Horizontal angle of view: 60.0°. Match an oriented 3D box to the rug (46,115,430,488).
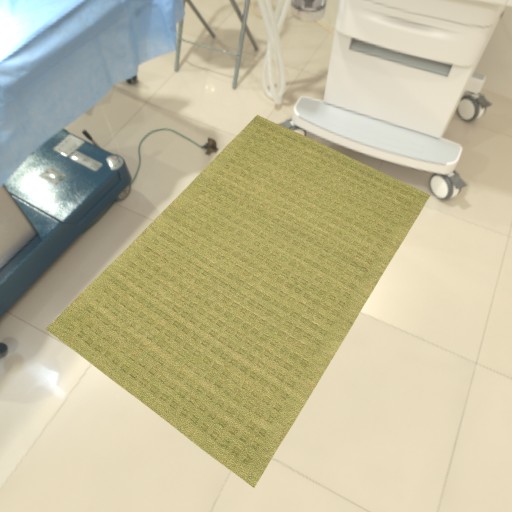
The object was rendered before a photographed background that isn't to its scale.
[{"bbox_3d":[0.000,0.000,2.958,1.529,0.007,2.297,30,63,17],"label":"rug"}]
